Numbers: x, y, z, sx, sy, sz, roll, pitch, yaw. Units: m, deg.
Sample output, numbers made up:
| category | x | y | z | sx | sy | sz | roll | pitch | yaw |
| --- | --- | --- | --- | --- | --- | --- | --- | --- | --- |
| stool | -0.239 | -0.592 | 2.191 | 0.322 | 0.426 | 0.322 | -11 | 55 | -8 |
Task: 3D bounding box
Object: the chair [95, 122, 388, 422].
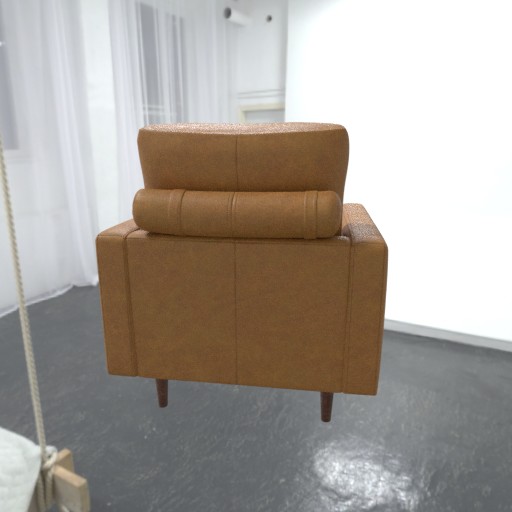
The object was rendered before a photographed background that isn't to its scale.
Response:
| category | x | y | z | sx | sy | sz | roll | pitch | yaw |
| --- | --- | --- | --- | --- | --- | --- | --- | --- | --- |
| chair | 0.000 | 0.000 | 1.590 | 0.831 | 0.896 | 0.868 | 2 | 14 | 8 |
